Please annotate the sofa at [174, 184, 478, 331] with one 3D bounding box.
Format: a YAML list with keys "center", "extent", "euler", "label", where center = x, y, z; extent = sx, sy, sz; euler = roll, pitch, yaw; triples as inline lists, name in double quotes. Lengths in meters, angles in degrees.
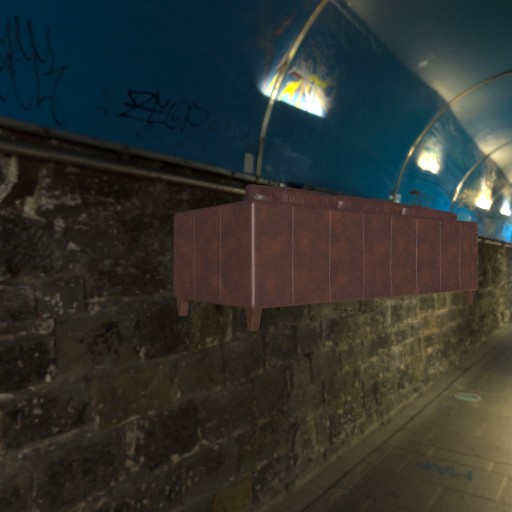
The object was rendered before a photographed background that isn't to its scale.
- center: [0.000, 0.000, 4.321]
  extent: [2.438, 0.836, 3.152]
  euler: [0, 0, -37]
  label: "sofa"
